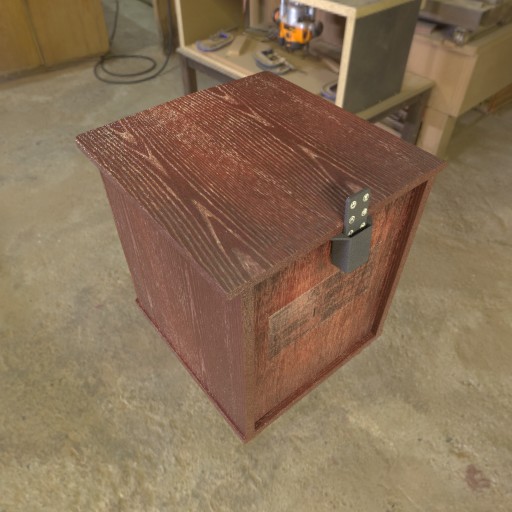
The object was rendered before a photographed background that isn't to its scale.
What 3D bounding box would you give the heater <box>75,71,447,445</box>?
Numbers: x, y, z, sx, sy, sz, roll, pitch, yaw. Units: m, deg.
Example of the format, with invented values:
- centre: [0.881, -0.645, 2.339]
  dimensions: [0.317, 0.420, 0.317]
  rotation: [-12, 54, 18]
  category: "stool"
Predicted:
- centre: [0.000, 0.000, 0.752]
  dimensions: [0.362, 0.481, 0.400]
  rotation: [-30, 53, -26]
  category: "heater"
